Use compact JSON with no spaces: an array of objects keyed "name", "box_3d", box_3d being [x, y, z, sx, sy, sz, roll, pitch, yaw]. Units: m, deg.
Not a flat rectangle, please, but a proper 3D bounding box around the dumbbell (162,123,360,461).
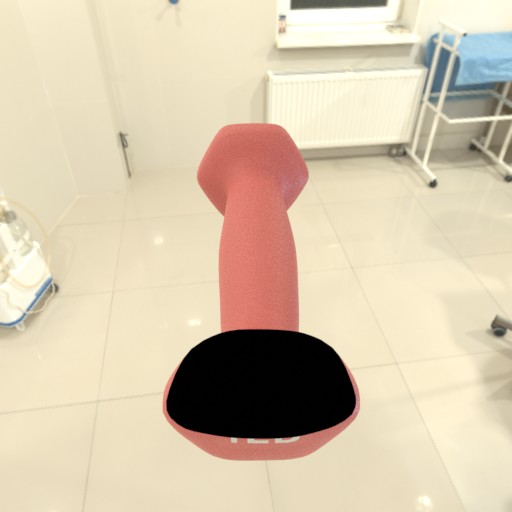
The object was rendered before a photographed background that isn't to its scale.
[{"name":"dumbbell","box_3d":[0.000,0.000,0.146,0.047,0.043,0.123,-1,40,-1]}]
